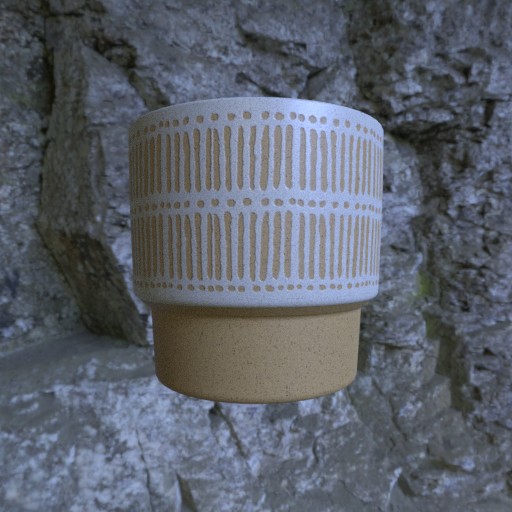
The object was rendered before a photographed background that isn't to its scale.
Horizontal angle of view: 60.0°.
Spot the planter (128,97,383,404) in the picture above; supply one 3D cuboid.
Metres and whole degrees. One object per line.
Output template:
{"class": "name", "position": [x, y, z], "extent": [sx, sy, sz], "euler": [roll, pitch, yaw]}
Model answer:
{"class": "planter", "position": [0.000, 0.000, 0.574], "extent": [0.317, 0.303, 0.317], "euler": [0, 1, 0]}
